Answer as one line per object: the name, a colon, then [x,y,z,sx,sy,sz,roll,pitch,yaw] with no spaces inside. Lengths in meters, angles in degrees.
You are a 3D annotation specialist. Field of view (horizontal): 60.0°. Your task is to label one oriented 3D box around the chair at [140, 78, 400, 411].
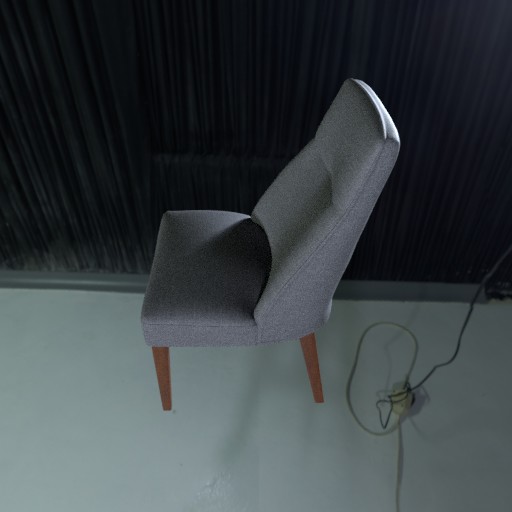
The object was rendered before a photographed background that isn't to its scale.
chair: [0.000,0.000,1.319,0.620,0.930,0.500,-1,41,-1]
